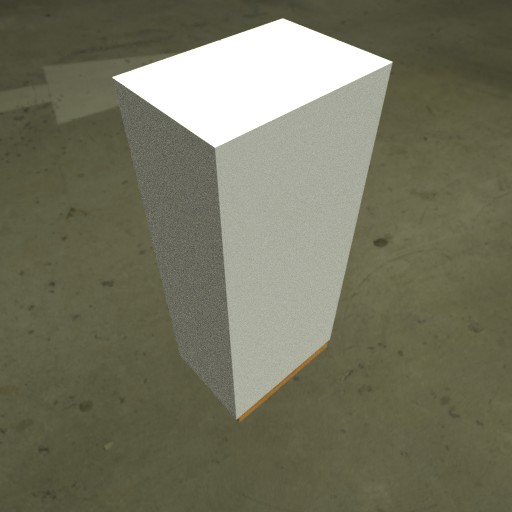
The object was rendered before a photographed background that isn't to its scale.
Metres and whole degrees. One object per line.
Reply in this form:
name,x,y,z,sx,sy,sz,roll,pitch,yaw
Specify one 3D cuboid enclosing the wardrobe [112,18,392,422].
wardrobe,0.000,0.000,2.395,0.860,2.040,0.600,-33,55,-27
